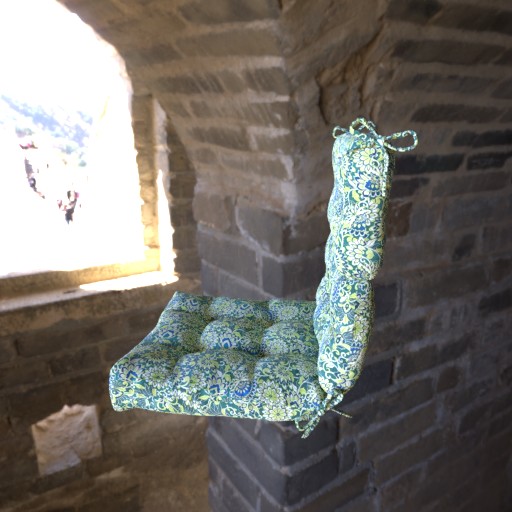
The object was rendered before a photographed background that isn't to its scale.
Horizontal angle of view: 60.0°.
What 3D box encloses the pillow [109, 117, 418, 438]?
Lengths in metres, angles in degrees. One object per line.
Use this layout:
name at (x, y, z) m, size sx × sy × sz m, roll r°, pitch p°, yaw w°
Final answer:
pillow at (0.000, 0.000, 1.025) m, size 0.571 × 0.605 × 0.519 m, roll 2°, pitch 17°, yaw 7°
